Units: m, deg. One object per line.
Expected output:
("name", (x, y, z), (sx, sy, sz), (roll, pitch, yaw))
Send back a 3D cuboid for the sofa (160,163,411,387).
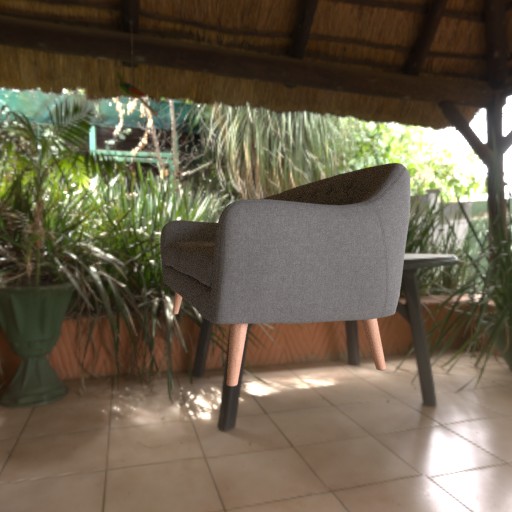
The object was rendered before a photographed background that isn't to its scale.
("sofa", (0.000, 0.000, 2.310), (0.820, 0.820, 1.840), (-1, 2, -18))
